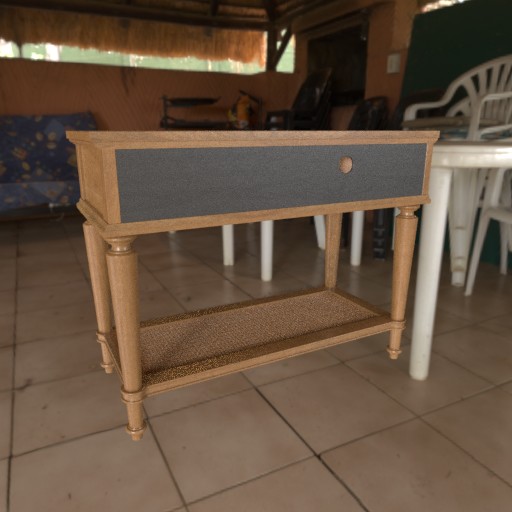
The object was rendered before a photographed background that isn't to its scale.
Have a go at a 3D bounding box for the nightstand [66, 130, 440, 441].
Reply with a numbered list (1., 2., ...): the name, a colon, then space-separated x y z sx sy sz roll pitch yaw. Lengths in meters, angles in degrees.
1. nightstand: 0.000 0.000 1.288 0.914 0.700 0.432 -8 18 -27
